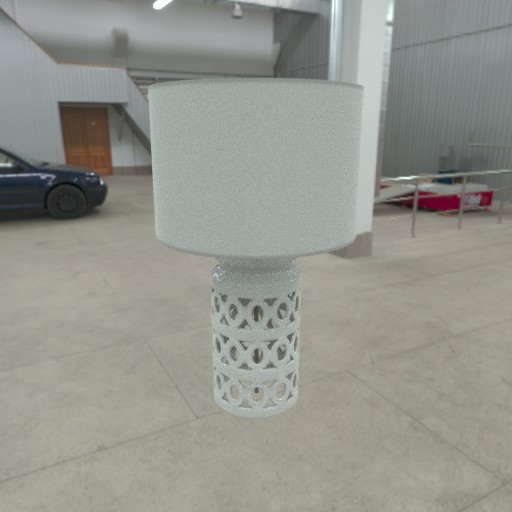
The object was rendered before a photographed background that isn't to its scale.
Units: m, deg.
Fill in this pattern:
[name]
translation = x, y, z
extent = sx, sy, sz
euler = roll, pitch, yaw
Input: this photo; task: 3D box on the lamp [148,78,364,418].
[lamp]
translation = 0.000, 0.000, 0.712
extent = 0.310, 0.502, 0.310
euler = 0, 16, 0
